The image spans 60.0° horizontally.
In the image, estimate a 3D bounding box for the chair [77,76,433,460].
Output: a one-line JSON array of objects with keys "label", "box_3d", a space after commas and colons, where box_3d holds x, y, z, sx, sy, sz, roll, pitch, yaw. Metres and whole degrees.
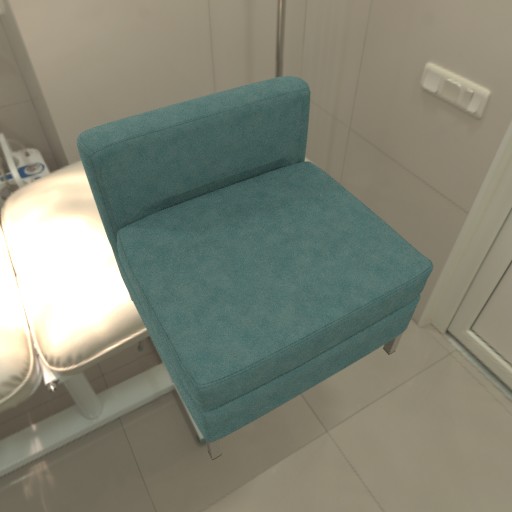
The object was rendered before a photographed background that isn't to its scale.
[{"label": "chair", "box_3d": [0.000, 0.000, 1.242, 0.684, 0.660, 0.685, -23, 51, -21]}]
